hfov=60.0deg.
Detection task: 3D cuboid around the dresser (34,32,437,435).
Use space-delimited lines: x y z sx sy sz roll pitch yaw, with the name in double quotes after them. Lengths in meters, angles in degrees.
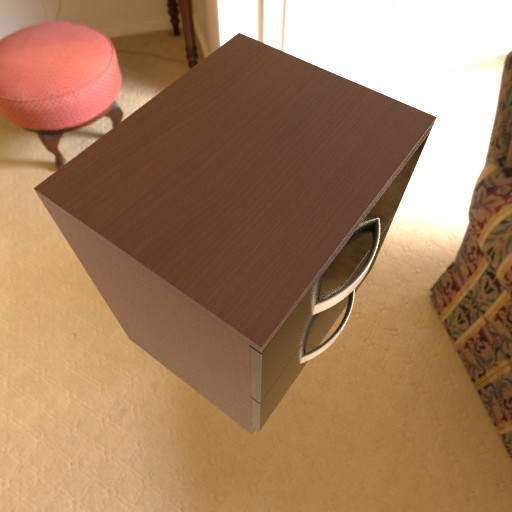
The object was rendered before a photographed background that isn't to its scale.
0.000 0.000 0.752 0.360 0.470 0.400 32 63 19 "dresser"
